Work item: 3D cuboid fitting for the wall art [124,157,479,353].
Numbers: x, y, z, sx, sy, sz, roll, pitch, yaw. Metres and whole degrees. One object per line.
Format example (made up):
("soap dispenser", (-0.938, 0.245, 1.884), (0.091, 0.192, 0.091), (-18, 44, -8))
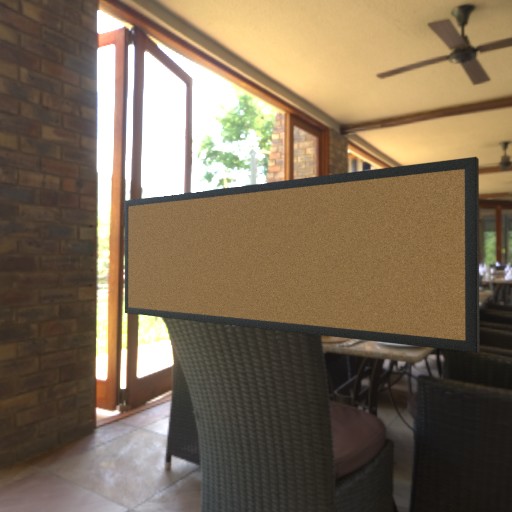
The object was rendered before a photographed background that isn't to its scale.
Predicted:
("wall art", (0.000, 0.000, 1.731), (1.572, 0.554, 0.041), (0, -1, 36))
